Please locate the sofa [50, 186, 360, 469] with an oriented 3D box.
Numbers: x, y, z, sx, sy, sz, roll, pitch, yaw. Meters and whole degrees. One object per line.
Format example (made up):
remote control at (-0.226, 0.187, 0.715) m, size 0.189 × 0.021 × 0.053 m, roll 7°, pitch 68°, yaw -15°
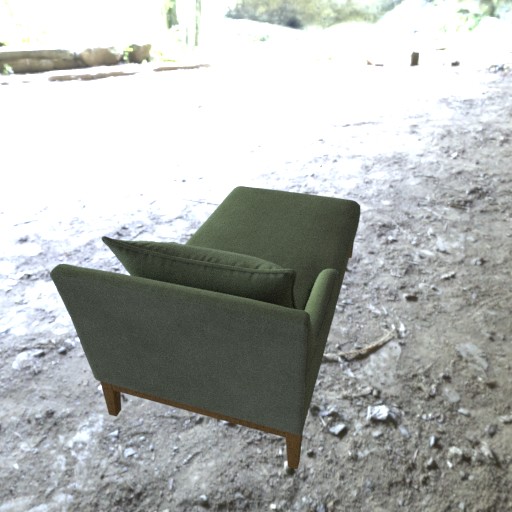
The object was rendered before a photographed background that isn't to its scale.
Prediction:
sofa at (0.000, 0.000, 2.273) m, size 0.894 × 0.859 × 1.779 m, roll 10°, pitch 33°, yaw 15°
